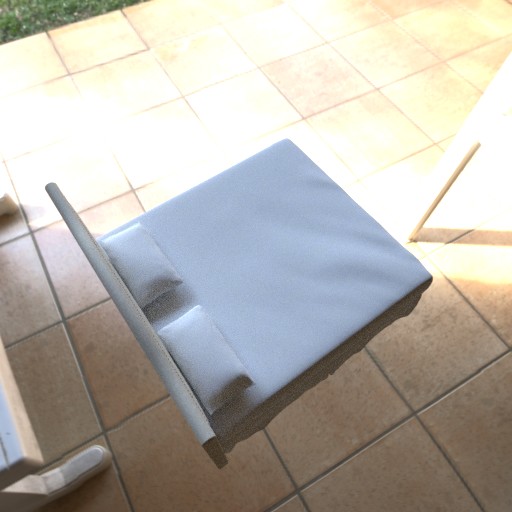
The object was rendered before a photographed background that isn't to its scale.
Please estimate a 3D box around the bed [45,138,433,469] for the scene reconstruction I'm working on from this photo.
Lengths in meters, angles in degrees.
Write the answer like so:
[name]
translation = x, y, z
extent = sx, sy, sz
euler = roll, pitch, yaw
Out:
[bed]
translation = 0.000, 0.000, 3.507
extent = 2.182, 1.421, 2.083
euler = -32, 64, -17
